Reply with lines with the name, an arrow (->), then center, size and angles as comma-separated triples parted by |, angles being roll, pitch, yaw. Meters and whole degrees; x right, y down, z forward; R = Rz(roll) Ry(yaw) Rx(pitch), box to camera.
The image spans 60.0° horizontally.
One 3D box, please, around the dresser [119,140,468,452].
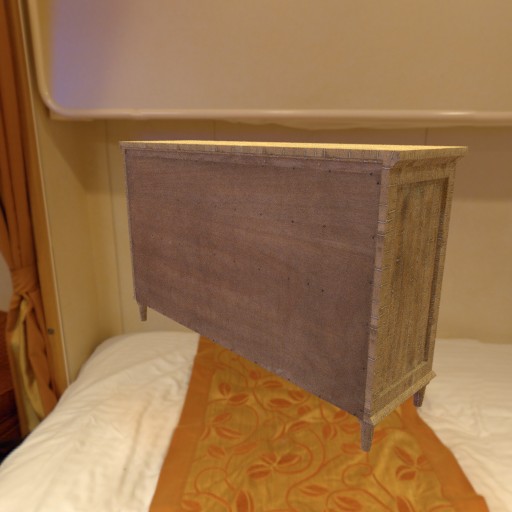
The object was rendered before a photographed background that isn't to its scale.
dresser -> 0.000, 0.000, 2.067 | 0.457, 1.016, 1.626 | -14, 21, -42
